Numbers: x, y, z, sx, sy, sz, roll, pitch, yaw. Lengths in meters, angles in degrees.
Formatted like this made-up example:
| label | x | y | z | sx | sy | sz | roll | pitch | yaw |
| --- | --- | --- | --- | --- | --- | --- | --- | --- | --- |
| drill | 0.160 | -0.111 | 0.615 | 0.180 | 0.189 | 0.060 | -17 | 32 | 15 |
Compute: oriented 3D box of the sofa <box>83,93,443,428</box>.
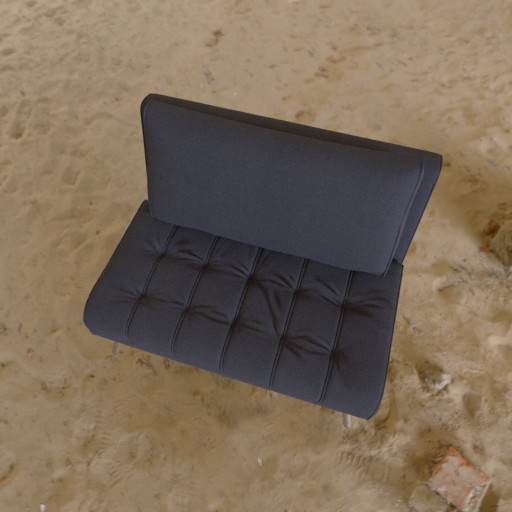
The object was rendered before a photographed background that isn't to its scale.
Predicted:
| label | x | y | z | sx | sy | sz | roll | pitch | yaw |
| --- | --- | --- | --- | --- | --- | --- | --- | --- | --- |
| sofa | 0.000 | 0.000 | 1.827 | 1.220 | 0.910 | 0.910 | 15 | 59 | 9 |
